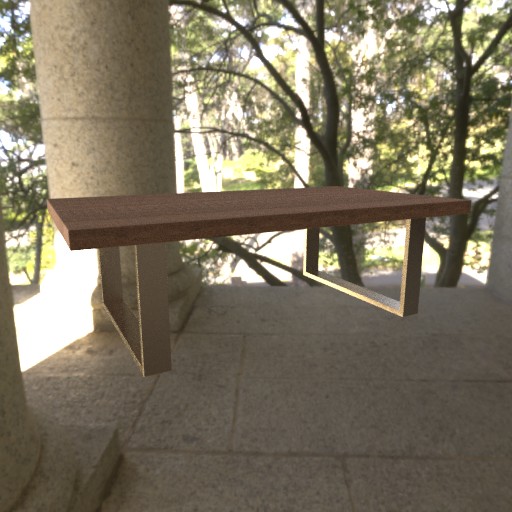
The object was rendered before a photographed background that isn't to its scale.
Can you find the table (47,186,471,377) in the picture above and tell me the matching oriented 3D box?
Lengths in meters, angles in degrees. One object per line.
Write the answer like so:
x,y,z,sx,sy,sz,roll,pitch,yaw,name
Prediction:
0.000,0.000,1.731,1.400,0.440,0.800,-7,15,-27,table
